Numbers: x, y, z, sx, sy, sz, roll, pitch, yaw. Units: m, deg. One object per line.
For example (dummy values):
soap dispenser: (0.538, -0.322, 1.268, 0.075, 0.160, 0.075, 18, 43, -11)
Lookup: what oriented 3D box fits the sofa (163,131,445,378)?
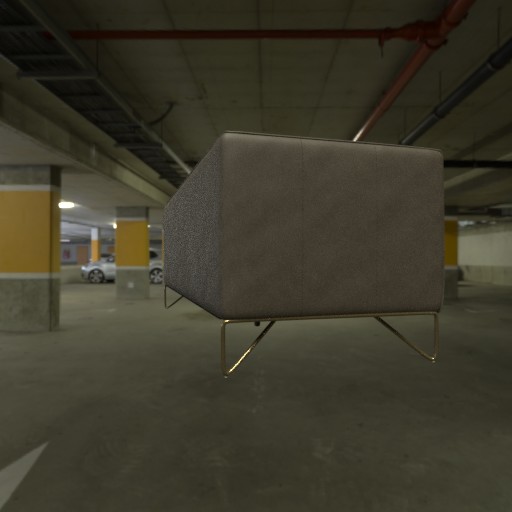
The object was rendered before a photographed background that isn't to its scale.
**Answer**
sofa: (0.000, 0.000, 2.496, 0.867, 0.789, 2.087, 0, 0, -17)
